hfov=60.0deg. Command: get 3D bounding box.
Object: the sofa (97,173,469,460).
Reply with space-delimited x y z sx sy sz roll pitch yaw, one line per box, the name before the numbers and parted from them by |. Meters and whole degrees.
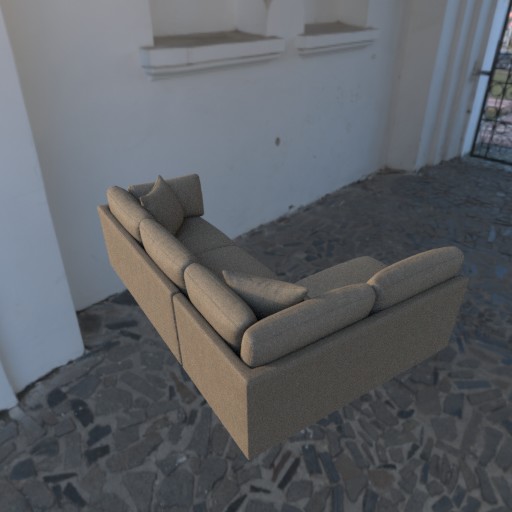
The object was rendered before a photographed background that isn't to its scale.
sofa | 0.000 0.000 4.017 1.994 0.978 2.896 -18 34 -28
